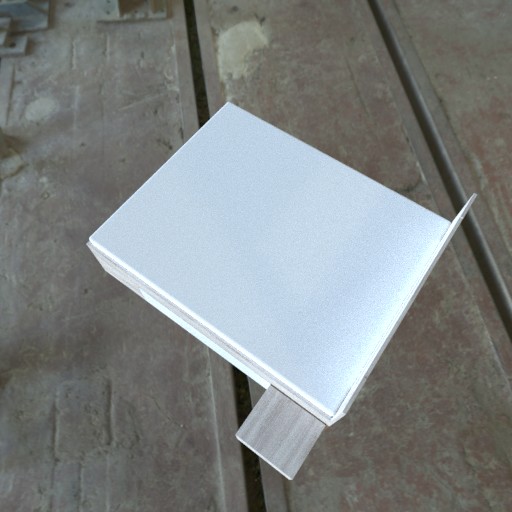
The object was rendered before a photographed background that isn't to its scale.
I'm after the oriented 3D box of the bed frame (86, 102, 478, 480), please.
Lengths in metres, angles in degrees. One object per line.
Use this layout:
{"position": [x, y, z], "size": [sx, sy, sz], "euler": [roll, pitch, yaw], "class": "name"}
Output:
{"position": [0.000, 0.000, 3.138], "size": [2.050, 0.860, 2.040], "euler": [33, 68, 15], "class": "bed frame"}
